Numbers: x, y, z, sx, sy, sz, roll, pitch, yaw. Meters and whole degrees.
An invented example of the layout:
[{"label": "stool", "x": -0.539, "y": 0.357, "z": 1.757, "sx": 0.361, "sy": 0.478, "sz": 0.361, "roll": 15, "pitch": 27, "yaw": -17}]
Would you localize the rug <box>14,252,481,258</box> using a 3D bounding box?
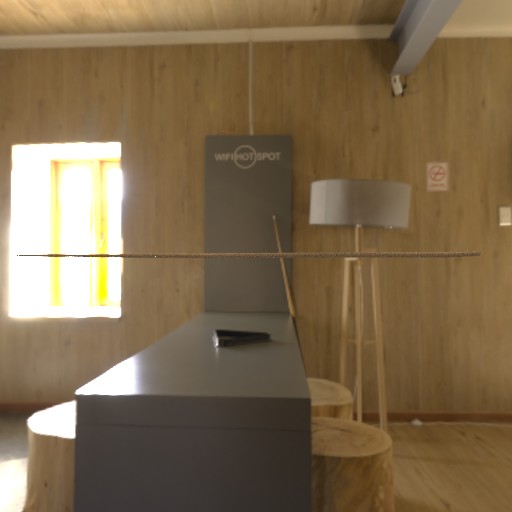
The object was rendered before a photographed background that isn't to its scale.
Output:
[{"label": "rug", "x": 0.000, "y": 0.000, "z": 2.938, "sx": 2.459, "sy": 0.023, "sz": 1.575, "roll": 0, "pitch": 0, "yaw": 18}]
